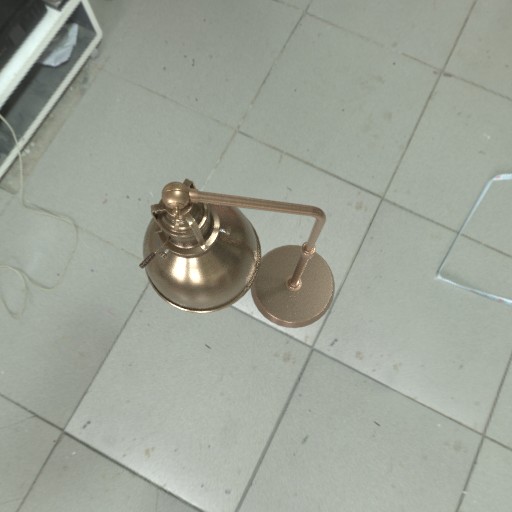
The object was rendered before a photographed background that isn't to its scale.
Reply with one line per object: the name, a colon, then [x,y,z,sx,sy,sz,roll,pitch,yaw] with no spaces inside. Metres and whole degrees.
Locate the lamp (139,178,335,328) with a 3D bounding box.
lamp: [0.000,0.000,0.583,0.286,0.456,0.153,-2,76,-1]
